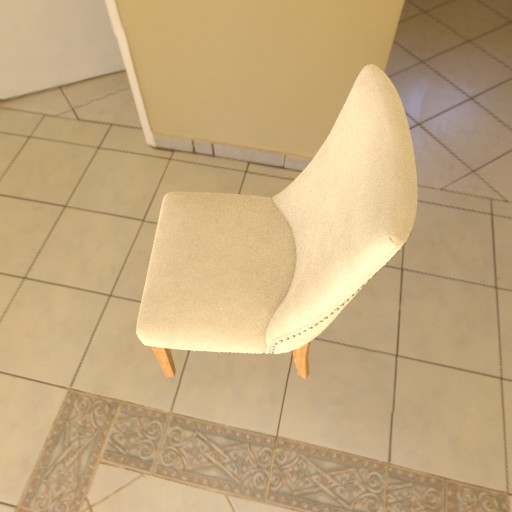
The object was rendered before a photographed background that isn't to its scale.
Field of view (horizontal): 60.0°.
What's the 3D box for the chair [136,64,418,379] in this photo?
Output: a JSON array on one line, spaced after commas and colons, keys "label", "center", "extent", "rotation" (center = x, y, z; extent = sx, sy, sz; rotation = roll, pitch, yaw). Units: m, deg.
[{"label": "chair", "center": [0.000, 0.000, 1.230], "extent": [0.610, 0.902, 0.495], "rotation": [3, 59, 2]}]
